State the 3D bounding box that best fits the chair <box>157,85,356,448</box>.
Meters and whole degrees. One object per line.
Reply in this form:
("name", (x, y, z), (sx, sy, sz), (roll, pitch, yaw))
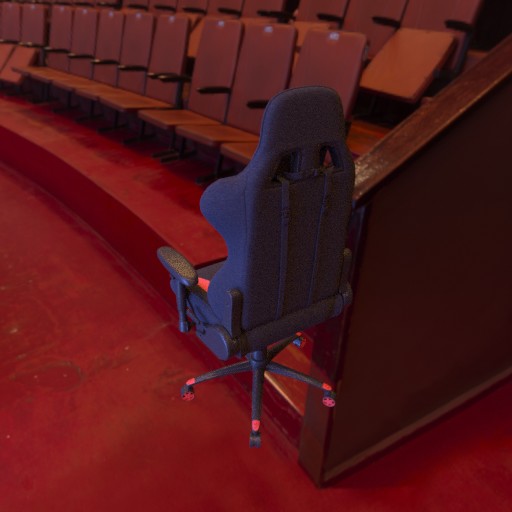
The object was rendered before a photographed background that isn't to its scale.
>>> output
("chair", (0.000, 0.000, 1.740), (0.695, 1.326, 0.658), (-18, 34, -28))
